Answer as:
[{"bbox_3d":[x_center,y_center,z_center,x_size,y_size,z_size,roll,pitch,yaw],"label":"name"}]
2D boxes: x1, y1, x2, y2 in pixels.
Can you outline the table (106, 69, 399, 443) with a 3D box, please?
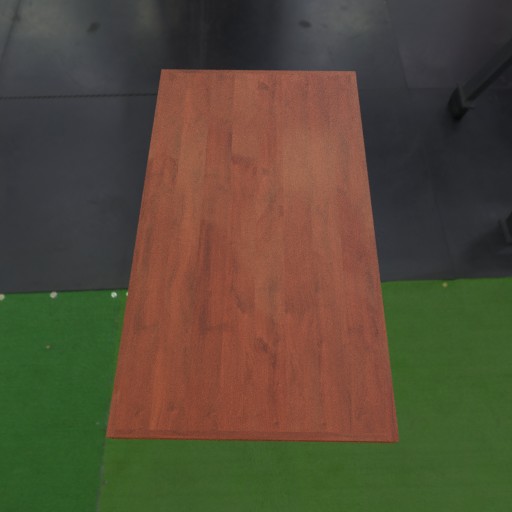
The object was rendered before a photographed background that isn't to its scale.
[{"bbox_3d":[0.000,0.000,1.355,0.610,0.457,1.067,1,64,0],"label":"table"}]
